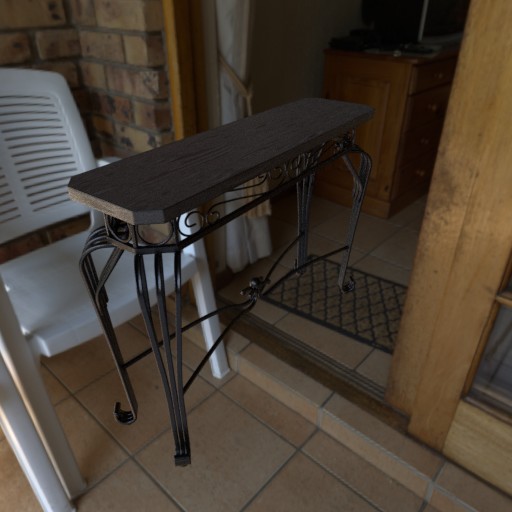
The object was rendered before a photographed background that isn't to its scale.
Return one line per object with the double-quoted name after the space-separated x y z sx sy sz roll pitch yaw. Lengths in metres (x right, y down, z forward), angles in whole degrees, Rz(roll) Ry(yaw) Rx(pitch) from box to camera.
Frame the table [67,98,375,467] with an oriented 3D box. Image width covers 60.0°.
0.000 0.000 1.465 0.329 0.800 1.112 21 37 30 "table"
